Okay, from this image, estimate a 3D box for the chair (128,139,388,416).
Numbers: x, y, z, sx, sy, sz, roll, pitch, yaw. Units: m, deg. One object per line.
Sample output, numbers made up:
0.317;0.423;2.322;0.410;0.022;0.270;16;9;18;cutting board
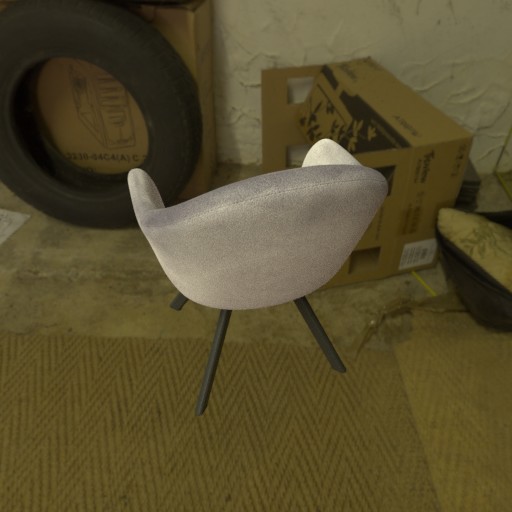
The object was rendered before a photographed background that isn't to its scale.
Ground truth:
0.000;0.000;1.189;0.570;0.780;0.540;-12;43;-13;chair
